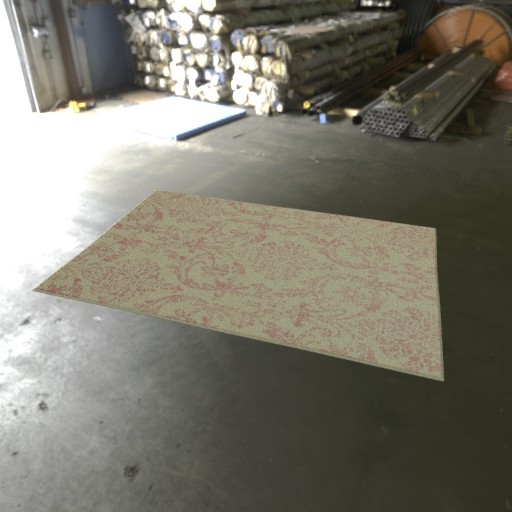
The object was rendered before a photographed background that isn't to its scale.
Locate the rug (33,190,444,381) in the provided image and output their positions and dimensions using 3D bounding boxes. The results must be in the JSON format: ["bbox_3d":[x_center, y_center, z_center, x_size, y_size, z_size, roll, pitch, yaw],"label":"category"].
[{"bbox_3d":[0.000,0.000,2.356,1.839,0.012,1.219,10,34,15],"label":"rug"}]
